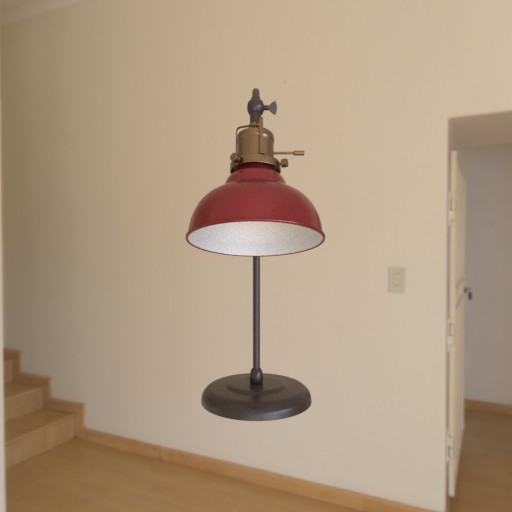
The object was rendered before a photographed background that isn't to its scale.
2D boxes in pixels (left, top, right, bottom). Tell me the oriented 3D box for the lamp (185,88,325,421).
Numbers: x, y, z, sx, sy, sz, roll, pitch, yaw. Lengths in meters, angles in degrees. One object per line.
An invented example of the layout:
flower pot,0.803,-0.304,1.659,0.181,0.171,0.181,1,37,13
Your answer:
lamp,0.000,0.000,0.682,0.192,0.508,0.374,0,1,0
